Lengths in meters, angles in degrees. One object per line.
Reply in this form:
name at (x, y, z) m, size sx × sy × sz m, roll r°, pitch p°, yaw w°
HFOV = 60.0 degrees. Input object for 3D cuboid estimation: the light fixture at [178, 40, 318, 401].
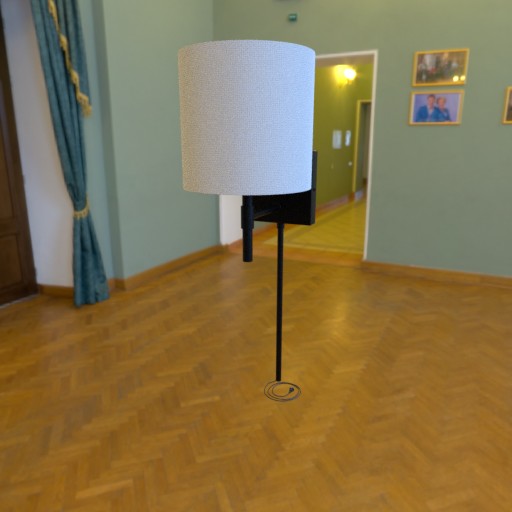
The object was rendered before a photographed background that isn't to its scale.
light fixture at (0.000, 0.000, 0.713) m, size 0.188 × 0.589 × 0.248 m, roll 7°, pitch 16°, yaw 24°
